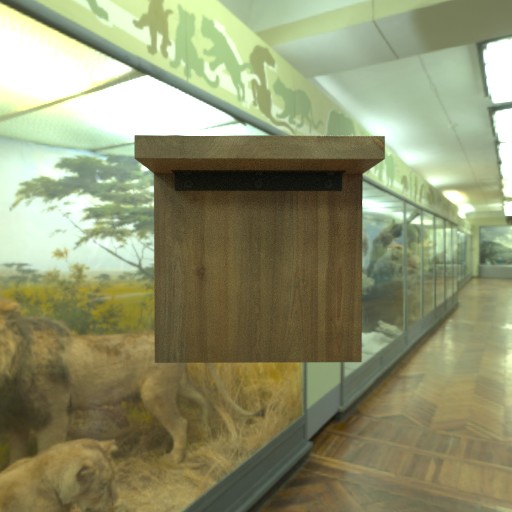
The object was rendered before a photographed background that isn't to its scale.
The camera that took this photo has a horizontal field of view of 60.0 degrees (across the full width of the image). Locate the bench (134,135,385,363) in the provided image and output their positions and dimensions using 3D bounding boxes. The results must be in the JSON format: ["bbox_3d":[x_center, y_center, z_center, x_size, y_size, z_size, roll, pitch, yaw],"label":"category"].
[{"bbox_3d":[0.000,0.000,1.404,0.458,0.458,1.183,0,1,-1],"label":"bench"}]
